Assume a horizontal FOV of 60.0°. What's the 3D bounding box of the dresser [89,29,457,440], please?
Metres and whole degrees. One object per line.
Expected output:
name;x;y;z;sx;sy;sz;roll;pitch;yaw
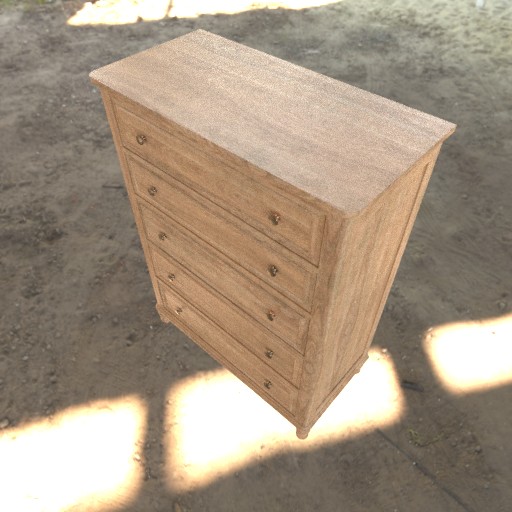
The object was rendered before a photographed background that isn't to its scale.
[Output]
dresser;0.000;0.000;1.736;0.973;1.318;0.484;33;55;27
